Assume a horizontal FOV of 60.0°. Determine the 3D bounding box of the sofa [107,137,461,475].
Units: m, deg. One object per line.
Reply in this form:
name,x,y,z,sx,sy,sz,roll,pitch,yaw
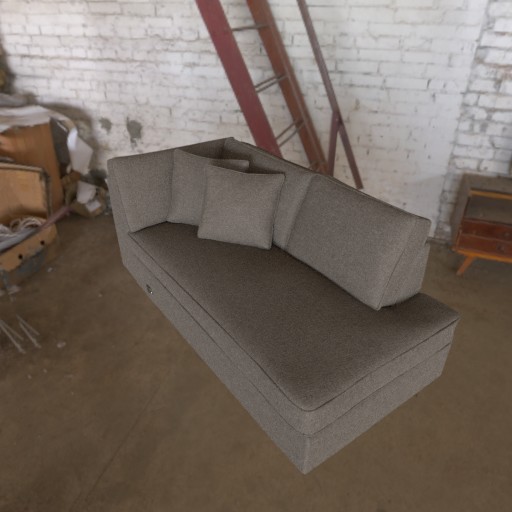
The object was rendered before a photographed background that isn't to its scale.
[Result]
sofa,0.000,0.000,2.808,1.110,1.033,2.237,-21,38,-30
